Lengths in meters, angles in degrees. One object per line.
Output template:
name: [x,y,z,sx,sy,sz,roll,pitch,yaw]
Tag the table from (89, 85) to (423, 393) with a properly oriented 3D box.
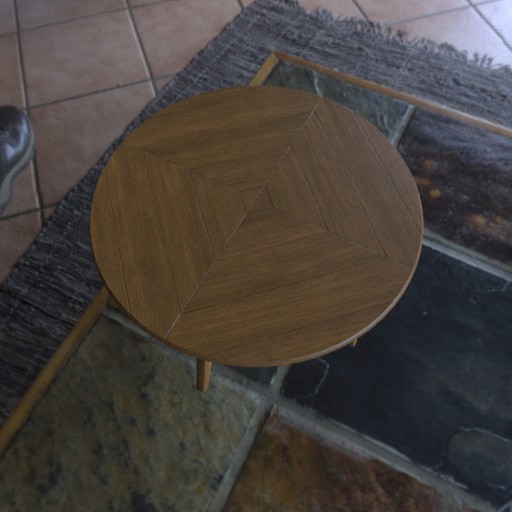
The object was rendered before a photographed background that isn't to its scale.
table: [0.000,0.000,1.739,1.055,0.757,1.055,0,62,0]
